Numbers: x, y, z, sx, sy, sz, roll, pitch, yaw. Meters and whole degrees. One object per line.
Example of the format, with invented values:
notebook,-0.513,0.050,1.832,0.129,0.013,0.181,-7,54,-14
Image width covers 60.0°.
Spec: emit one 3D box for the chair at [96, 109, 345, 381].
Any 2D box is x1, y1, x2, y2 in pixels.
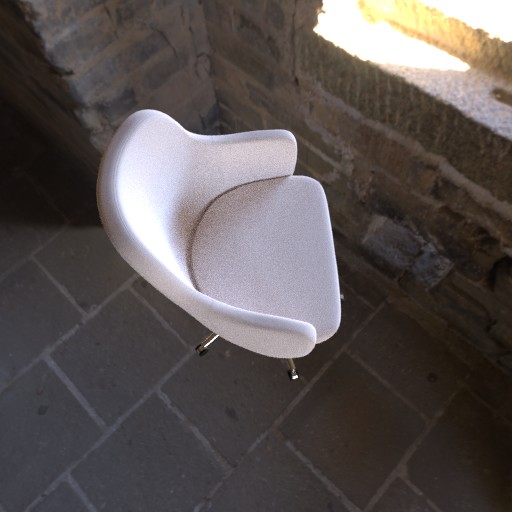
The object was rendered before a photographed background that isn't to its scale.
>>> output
chair,0.000,0.000,1.269,0.647,0.819,0.602,-2,64,-1
